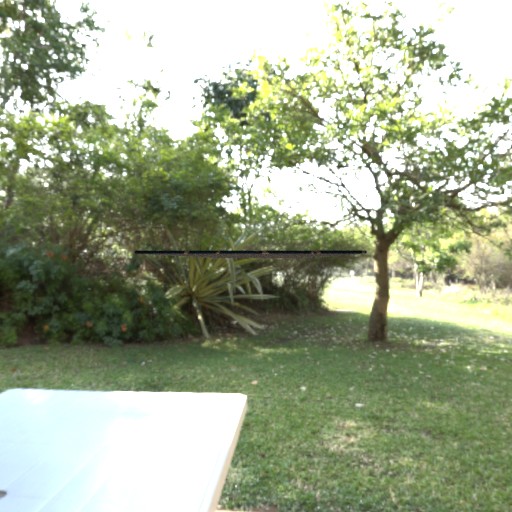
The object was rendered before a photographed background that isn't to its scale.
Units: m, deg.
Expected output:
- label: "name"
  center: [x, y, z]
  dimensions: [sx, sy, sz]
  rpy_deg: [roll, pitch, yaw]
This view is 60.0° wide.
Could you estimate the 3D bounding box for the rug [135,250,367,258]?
- label: "rug"
  center: [0.000, 0.000, 2.640]
  dimensions: [0.750, 0.011, 2.435]
  rpy_deg: [0, -1, 1]
